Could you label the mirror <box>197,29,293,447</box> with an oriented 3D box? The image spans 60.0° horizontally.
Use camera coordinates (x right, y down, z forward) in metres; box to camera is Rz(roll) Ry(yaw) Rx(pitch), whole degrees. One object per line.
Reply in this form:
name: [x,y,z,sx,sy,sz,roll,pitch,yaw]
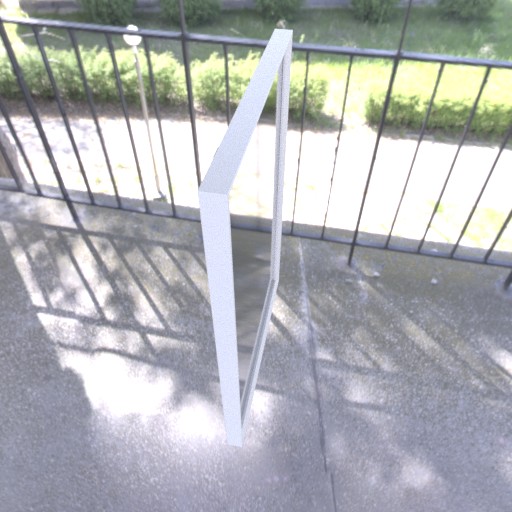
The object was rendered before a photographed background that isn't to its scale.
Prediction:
mirror: [0.000,0.000,0.913,0.039,0.710,0.507,8,46,8]
